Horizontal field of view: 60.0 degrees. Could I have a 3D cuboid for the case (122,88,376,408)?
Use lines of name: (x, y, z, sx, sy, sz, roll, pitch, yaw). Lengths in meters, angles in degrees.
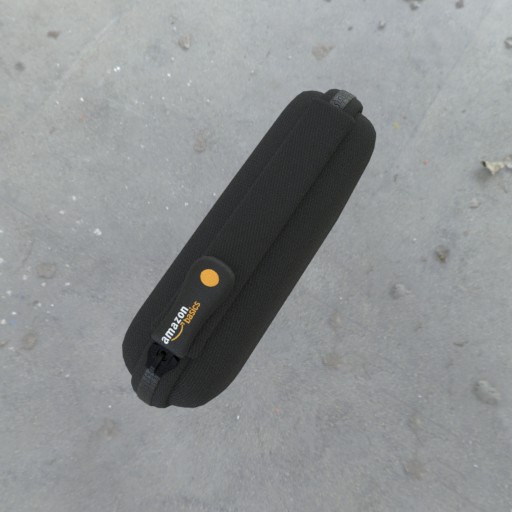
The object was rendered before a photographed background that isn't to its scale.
case: (0.000, 0.000, 0.180, 0.038, 0.105, 0.132, 32, 78, 8)
